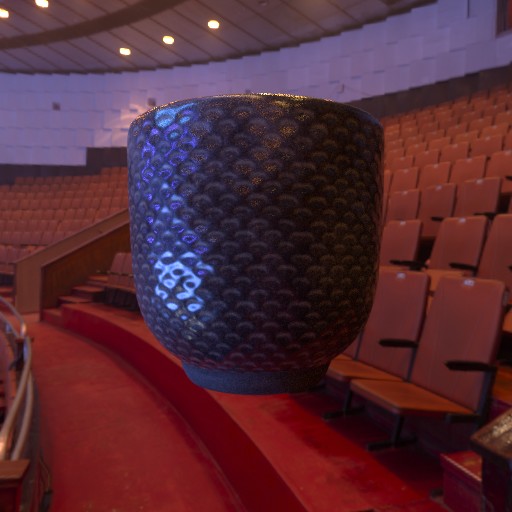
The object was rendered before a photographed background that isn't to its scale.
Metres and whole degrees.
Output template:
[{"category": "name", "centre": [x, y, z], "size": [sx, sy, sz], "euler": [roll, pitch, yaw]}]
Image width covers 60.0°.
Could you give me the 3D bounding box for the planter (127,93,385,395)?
[{"category": "planter", "centre": [0.000, 0.000, 0.353], "size": [0.197, 0.191, 0.197], "euler": [0, 0, 0]}]
